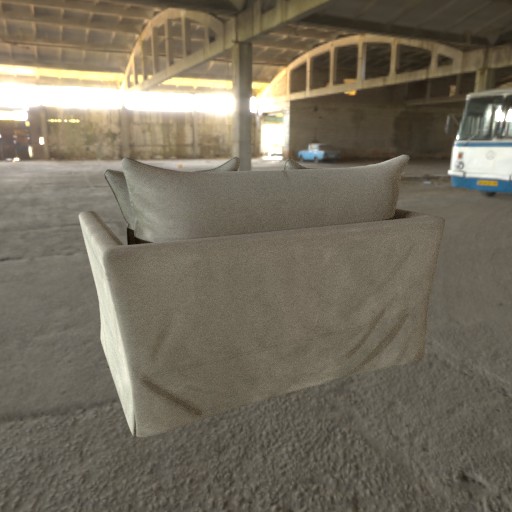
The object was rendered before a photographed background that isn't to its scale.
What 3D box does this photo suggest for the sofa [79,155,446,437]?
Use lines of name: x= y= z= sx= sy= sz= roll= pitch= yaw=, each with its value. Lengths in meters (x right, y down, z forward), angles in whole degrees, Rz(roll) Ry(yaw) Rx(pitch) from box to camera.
sofa: x=0.000 y=0.000 z=2.298 sx=1.608 sy=1.040 sz=1.035 roll=-7 pitch=16 yaw=-25
